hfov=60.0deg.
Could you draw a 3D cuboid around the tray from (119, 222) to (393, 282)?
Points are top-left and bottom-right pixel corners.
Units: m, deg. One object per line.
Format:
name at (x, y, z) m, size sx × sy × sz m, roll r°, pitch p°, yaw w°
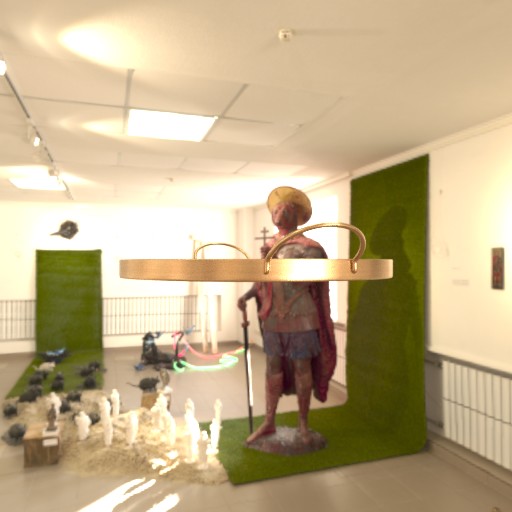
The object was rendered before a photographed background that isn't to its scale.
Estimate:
tray at (0.000, 0.000, 0.743) m, size 0.438 × 0.069 × 0.543 m, roll 0°, pitch -1°, yaw -19°
